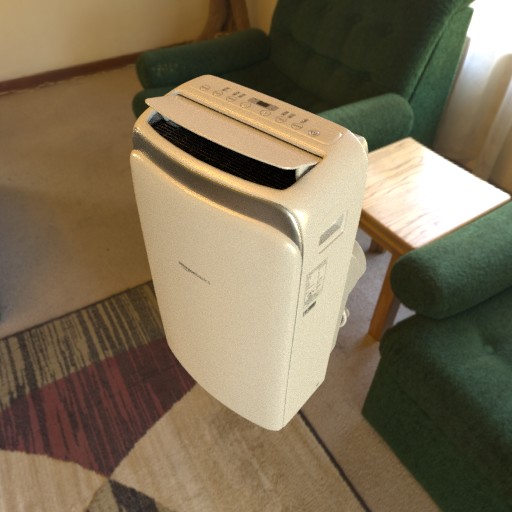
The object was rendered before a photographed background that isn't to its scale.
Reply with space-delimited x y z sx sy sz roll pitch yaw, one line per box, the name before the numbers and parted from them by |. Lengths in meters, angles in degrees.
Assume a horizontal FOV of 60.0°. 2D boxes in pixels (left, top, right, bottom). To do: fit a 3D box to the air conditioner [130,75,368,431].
air conditioner | 0.000 0.000 1.071 0.449 0.786 0.414 32 53 28
